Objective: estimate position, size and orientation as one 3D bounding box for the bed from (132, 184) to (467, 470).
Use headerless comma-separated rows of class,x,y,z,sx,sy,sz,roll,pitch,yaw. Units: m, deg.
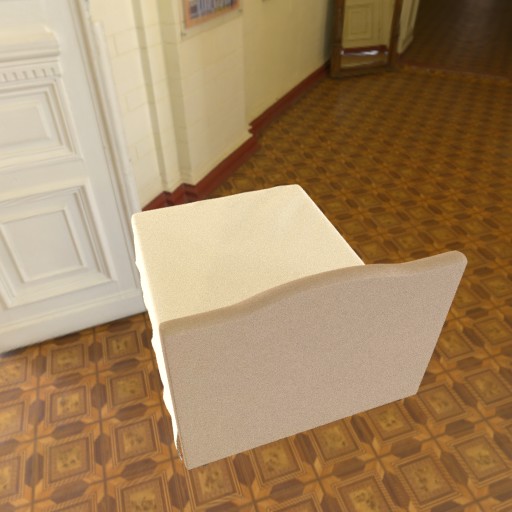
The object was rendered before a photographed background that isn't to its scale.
bed,0.000,0.000,3.453,1.821,1.436,2.282,-12,41,-15
